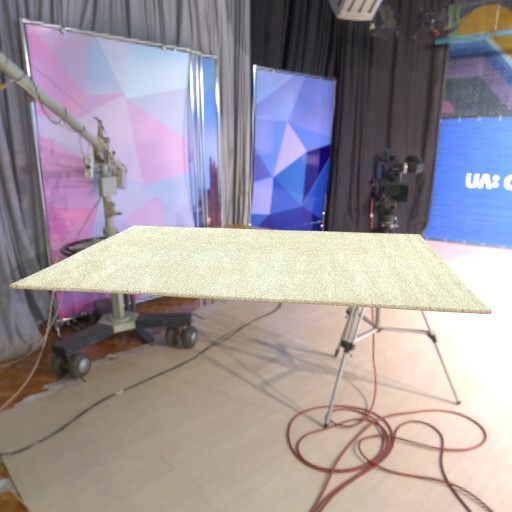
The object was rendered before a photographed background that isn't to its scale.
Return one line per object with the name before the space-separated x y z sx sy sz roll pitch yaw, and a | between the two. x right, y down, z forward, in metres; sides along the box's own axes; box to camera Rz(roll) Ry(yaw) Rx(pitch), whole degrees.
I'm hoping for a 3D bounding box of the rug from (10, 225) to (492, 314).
rug | 0.000 0.000 3.308 2.699 0.025 1.800 2 16 8
